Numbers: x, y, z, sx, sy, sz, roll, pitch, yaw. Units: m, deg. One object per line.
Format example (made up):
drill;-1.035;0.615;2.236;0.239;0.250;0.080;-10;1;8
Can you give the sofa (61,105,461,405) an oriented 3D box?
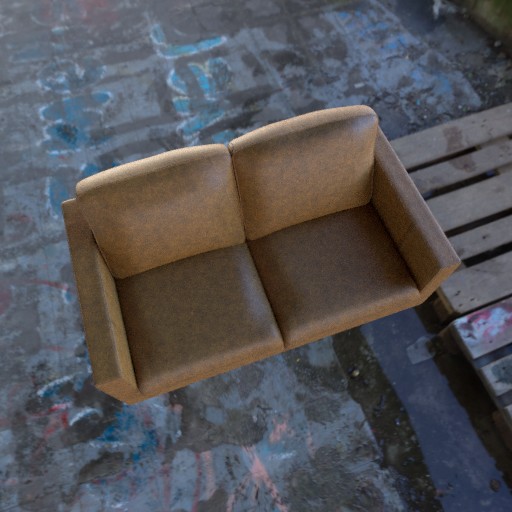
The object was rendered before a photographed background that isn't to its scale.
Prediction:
sofa;0.000;0.000;2.133;1.578;0.951;0.909;-17;65;-8
